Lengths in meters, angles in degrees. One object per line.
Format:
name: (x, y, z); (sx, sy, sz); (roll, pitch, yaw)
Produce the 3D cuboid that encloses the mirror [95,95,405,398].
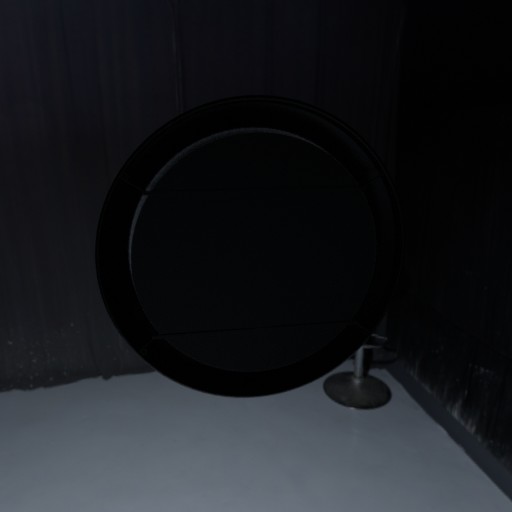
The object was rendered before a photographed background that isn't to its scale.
mirror: (0.000, 0.000, 1.336); (0.907, 0.907, 0.111); (-3, 16, -9)
